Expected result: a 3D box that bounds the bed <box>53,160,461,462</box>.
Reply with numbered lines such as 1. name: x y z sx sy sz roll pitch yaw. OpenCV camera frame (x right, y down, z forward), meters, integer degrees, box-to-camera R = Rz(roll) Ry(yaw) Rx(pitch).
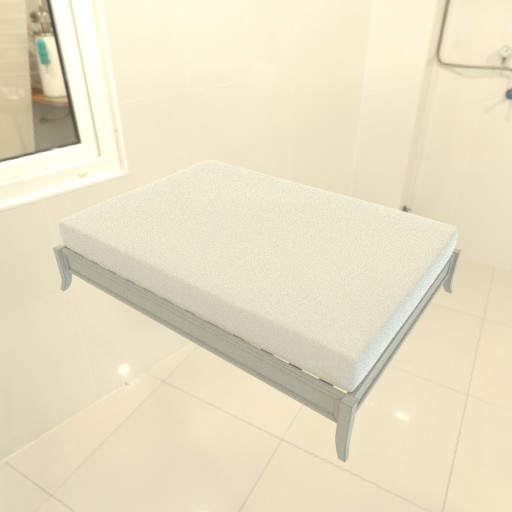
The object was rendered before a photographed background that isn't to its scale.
1. bed: 0.000 0.000 2.653 1.985 0.510 1.460 21 37 31
